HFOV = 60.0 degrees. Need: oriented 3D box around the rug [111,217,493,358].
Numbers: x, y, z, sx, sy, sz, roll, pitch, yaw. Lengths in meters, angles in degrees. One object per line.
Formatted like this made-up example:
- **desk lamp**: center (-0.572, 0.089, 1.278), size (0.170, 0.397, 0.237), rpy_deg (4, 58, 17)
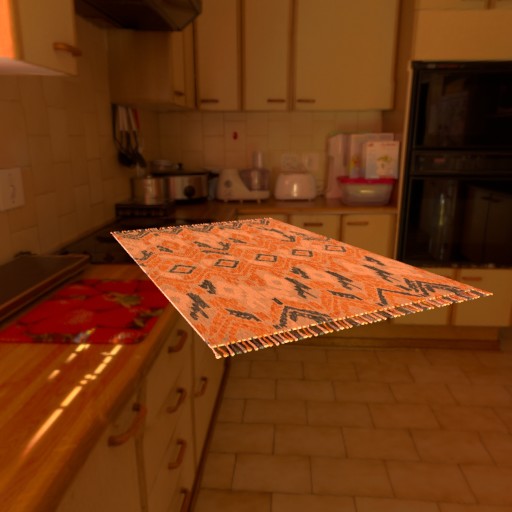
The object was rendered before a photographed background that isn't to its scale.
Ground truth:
- **rug**: center (0.000, 0.000, 2.999), size (1.533, 0.010, 2.428), rpy_deg (-8, 17, -26)
